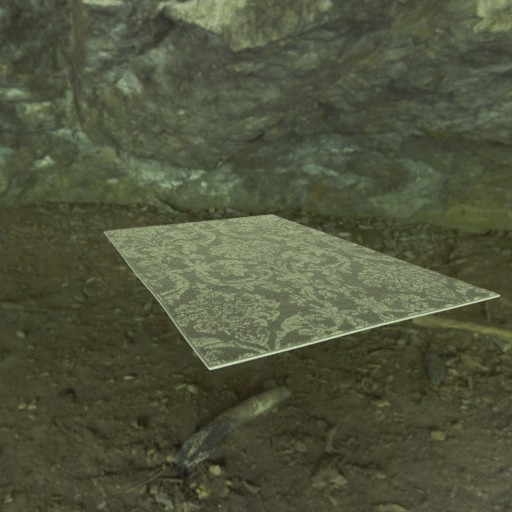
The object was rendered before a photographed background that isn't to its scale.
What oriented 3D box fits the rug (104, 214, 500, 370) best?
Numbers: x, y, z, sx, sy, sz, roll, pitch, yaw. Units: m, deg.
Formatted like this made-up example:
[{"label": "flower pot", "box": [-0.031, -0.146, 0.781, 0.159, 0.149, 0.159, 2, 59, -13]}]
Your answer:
[{"label": "rug", "box": [0.000, 0.000, 2.240, 1.206, 0.012, 1.824, -8, 18, -26]}]
